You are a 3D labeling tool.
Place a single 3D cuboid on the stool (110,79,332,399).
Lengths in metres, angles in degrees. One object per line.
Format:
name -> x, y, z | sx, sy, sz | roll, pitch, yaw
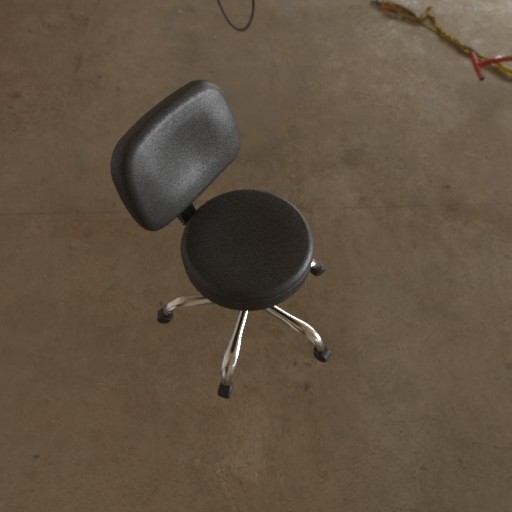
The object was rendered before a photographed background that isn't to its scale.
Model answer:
stool -> 0.000, 0.000, 1.368 | 0.648, 0.862, 0.673 | 30, 63, 18
